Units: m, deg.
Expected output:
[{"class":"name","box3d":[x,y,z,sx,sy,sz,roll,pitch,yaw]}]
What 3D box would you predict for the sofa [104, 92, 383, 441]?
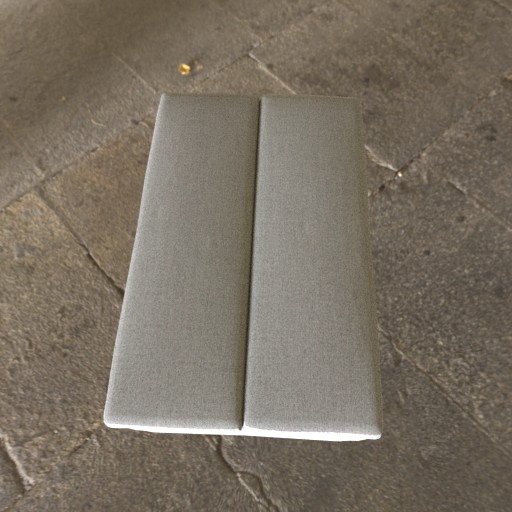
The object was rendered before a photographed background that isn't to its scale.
[{"class":"sofa","box3d":[0.000,0.000,1.651,0.817,0.434,1.250,2,65,1]}]
